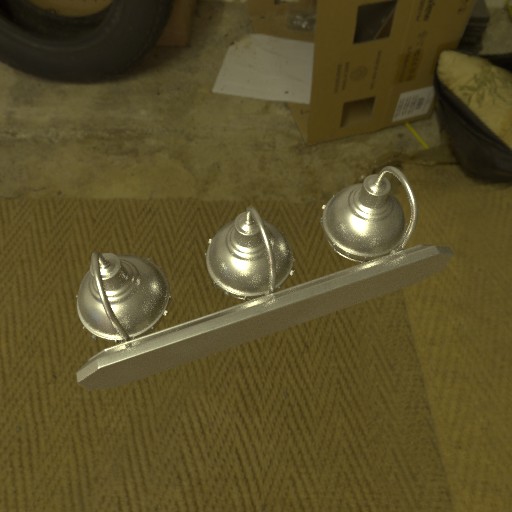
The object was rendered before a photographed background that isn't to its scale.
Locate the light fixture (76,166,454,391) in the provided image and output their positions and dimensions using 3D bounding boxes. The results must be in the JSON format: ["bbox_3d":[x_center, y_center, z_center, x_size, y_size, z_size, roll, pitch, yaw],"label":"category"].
[{"bbox_3d":[0.000,0.000,0.754,0.634,0.254,0.229,-17,61,-10],"label":"light fixture"}]
